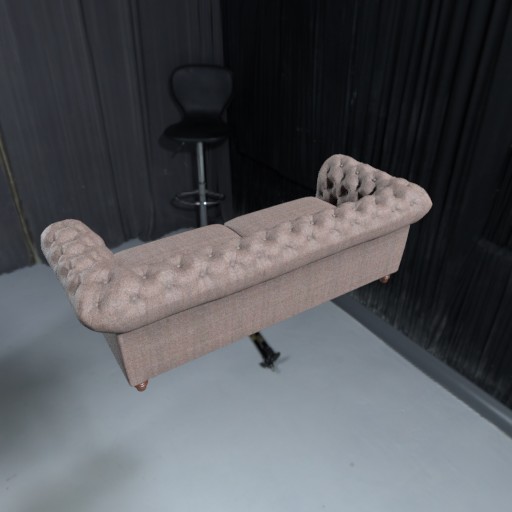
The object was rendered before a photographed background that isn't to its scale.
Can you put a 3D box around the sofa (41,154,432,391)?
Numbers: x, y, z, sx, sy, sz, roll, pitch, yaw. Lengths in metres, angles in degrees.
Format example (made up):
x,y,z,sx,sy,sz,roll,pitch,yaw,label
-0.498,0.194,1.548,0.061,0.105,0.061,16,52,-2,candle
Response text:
x,y,z,sx,sy,sz,roll,pitch,yaw,label
0.000,0.000,2.913,2.385,0.787,0.944,-19,36,-28,sofa
